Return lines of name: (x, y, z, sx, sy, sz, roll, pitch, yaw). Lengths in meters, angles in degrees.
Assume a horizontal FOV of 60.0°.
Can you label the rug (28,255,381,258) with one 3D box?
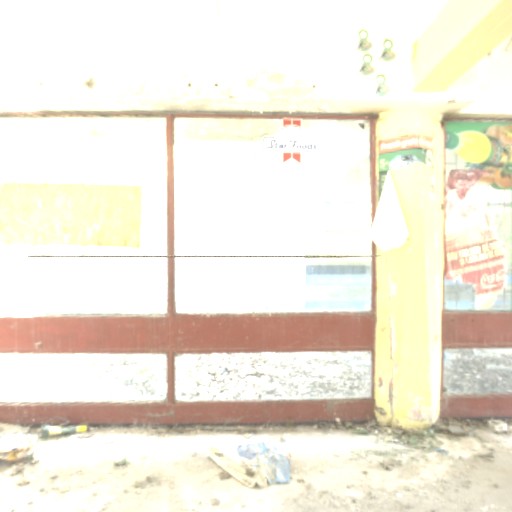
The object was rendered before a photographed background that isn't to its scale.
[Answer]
rug: (0.000, 0.000, 3.092, 1.549, 0.010, 2.464, 0, 0, 19)
